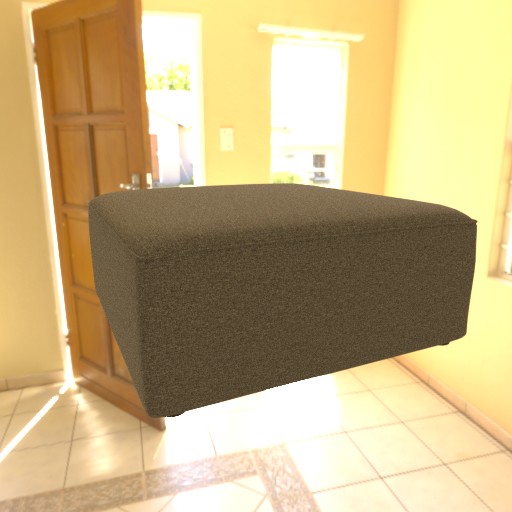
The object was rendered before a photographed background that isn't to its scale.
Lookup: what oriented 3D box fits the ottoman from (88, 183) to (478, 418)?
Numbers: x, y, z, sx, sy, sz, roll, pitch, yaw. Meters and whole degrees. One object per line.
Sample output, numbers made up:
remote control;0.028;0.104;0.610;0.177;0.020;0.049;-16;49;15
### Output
ottoman;0.000;0.000;1.565;1.015;0.464;1.005;-7;16;-25
